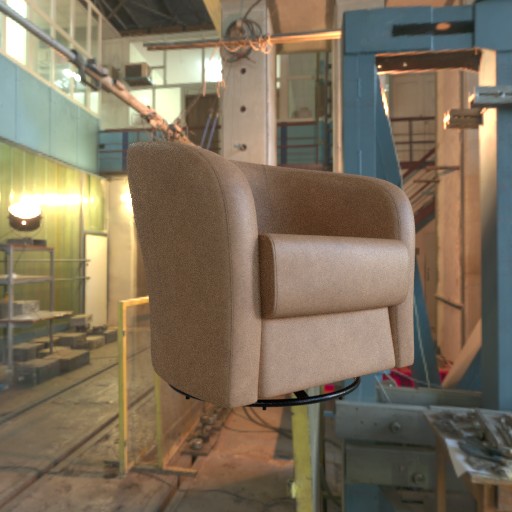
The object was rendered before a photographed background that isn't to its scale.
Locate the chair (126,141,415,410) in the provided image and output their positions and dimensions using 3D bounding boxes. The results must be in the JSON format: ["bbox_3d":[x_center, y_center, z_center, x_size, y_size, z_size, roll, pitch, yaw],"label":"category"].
[{"bbox_3d":[0.000,0.000,1.425,0.791,0.771,0.815,0,-1,-37],"label":"chair"}]
